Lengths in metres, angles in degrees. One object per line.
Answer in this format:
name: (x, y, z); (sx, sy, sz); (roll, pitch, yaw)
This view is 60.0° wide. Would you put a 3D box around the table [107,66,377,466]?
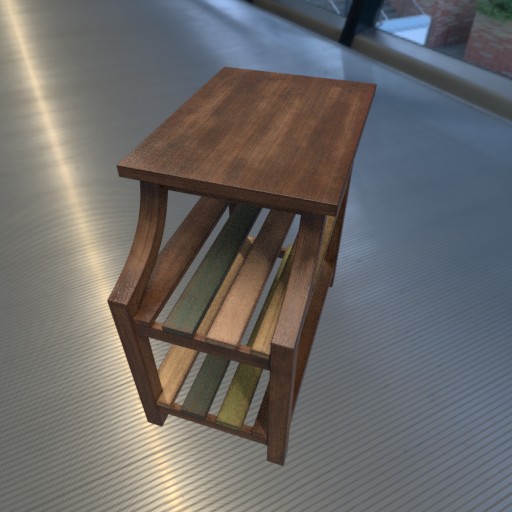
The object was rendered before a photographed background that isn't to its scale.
table: (0.000, 0.000, 0.982); (0.356, 0.584, 0.609); (12, 43, 13)
